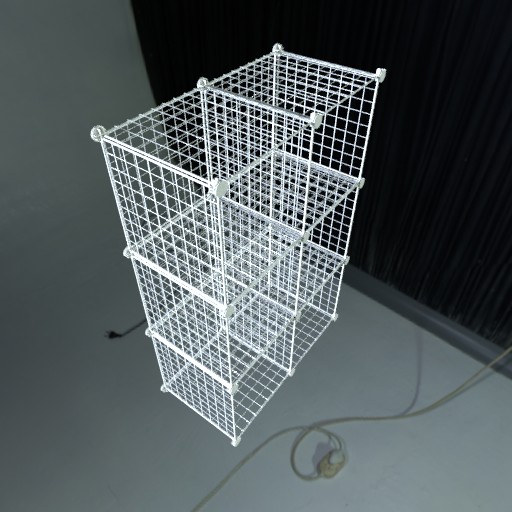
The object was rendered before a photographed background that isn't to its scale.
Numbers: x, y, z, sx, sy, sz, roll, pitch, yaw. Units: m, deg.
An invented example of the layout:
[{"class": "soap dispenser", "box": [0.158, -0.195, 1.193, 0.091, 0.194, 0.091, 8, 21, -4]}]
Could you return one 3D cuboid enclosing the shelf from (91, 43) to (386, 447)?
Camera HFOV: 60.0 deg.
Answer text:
[{"class": "shelf", "box": [0.000, 0.000, 1.438, 0.356, 1.067, 0.711, 27, 49, 26]}]
